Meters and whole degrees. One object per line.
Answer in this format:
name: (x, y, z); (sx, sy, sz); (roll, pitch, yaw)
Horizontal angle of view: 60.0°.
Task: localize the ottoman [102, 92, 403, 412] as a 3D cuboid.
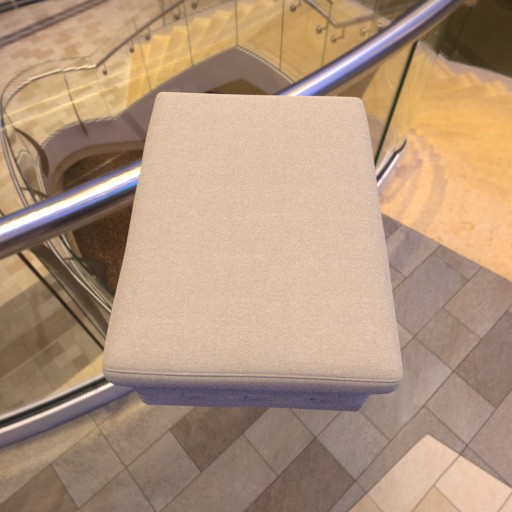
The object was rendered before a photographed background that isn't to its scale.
ottoman: (0.000, 0.000, 1.164); (0.569, 0.500, 0.771); (1, 59, 1)
